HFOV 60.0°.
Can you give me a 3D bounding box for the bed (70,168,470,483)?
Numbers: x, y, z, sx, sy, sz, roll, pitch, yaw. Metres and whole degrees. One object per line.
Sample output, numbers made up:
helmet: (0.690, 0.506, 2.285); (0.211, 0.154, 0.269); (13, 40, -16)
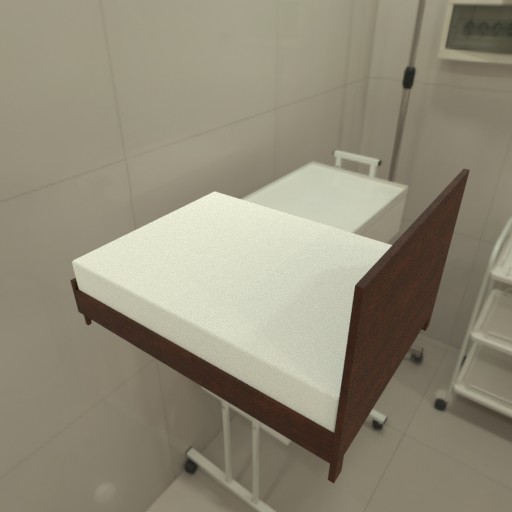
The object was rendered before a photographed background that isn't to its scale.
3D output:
bed: (0.000, 0.000, 3.130); (2.184, 1.270, 1.600); (21, 37, 30)
